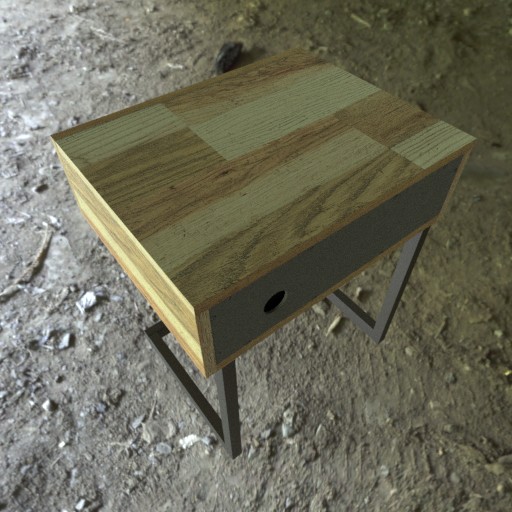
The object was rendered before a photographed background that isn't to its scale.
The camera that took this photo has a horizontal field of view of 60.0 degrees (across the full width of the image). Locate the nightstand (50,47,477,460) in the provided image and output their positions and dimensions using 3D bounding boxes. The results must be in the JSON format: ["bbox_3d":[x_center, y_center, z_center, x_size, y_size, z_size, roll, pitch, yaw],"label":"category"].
[{"bbox_3d":[0.000,0.000,0.984,0.558,0.632,0.481,-30,55,-24],"label":"nightstand"}]
